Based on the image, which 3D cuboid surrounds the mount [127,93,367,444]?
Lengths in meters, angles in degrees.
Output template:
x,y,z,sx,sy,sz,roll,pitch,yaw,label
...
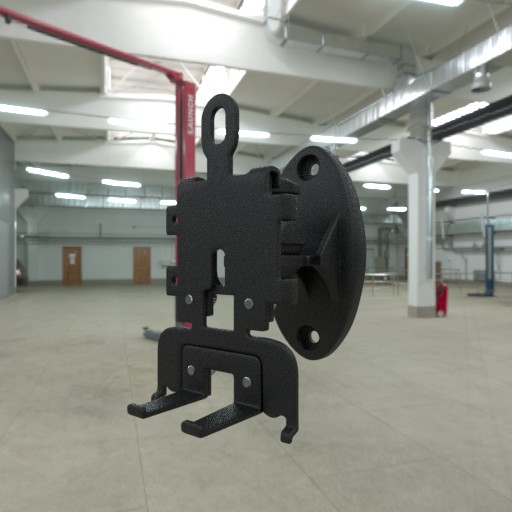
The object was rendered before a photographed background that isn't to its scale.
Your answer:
x,y,z,sx,sy,sz,roll,pitch,yaw,label
0.000,0.000,0.179,0.066,0.118,0.100,0,0,37,mount
